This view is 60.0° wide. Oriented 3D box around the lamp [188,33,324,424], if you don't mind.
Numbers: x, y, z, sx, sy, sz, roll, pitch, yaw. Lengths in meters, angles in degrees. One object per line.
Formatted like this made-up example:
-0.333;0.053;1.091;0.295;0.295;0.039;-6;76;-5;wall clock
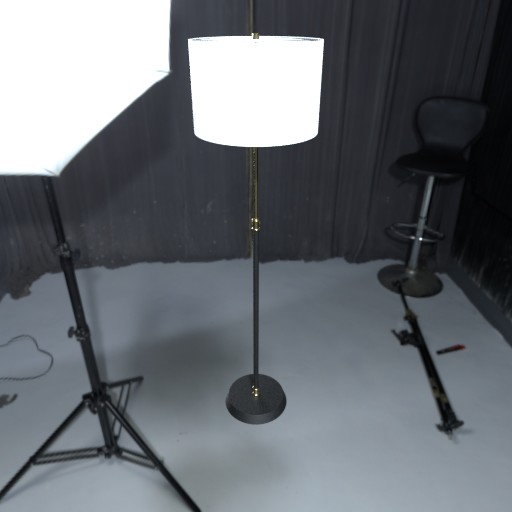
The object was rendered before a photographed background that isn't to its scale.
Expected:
0.000;0.000;1.688;0.404;1.517;0.404;-2;29;-3;lamp
